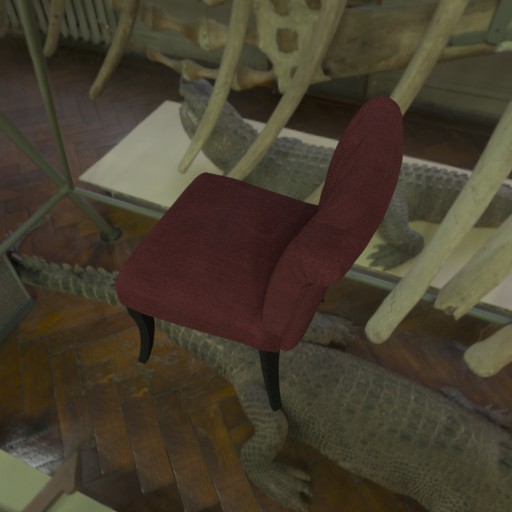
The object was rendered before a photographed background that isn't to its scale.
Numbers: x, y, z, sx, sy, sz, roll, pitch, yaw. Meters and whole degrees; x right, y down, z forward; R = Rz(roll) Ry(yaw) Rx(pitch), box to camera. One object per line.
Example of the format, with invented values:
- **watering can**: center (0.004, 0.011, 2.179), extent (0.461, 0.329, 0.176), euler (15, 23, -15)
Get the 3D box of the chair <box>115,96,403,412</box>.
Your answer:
- **chair**: center (0.000, 0.000, 1.205), extent (0.605, 0.750, 0.582), euler (17, 50, 15)
